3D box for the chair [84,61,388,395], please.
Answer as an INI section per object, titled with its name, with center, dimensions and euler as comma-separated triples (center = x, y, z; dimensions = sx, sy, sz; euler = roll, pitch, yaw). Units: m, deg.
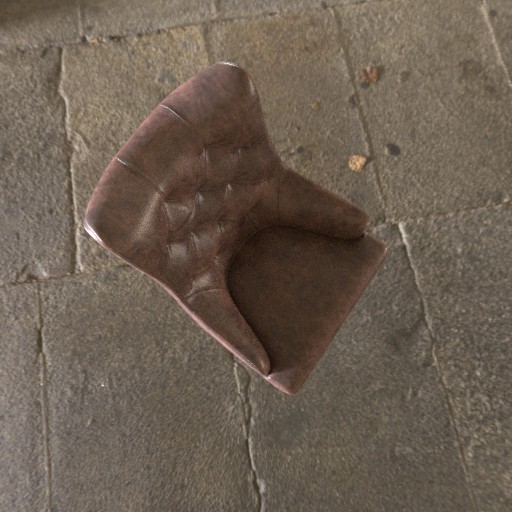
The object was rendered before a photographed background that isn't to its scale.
[chair]
center = 0.000, 0.000, 1.532
dimensions = 0.762, 1.035, 0.641
euler = 34, 79, 8
